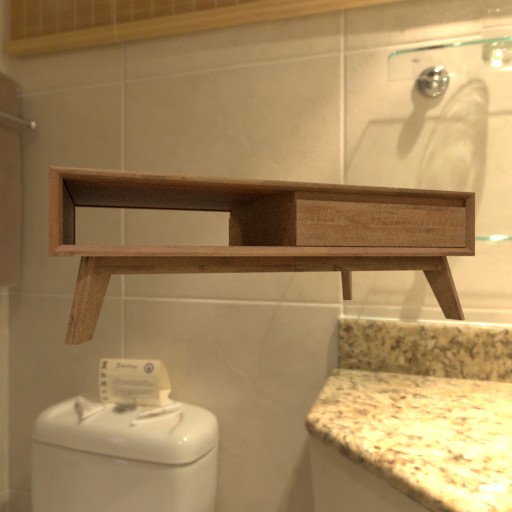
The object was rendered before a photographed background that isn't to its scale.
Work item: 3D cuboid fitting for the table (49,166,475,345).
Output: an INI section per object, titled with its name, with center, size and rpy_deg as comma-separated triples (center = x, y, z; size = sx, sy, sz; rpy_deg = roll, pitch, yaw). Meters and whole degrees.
[table]
center = 0.000, 0.000, 2.004
size = 1.619, 0.531, 0.918
rpy_deg = 0, 0, -20
